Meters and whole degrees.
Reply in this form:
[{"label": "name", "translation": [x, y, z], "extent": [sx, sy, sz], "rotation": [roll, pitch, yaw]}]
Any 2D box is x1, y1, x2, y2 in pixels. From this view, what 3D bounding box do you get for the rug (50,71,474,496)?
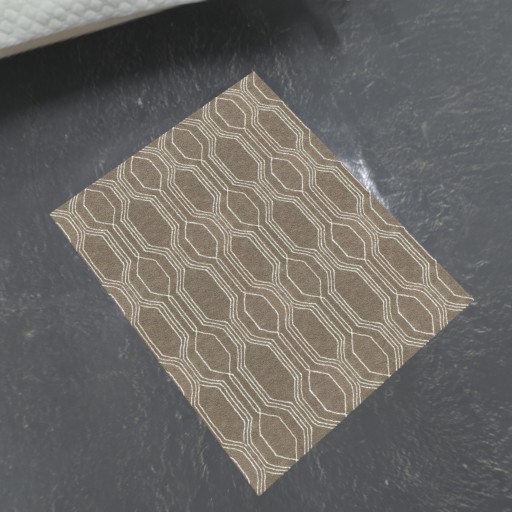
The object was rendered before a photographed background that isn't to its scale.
[{"label": "rug", "translation": [0.000, 0.000, 4.010], "extent": [2.457, 0.012, 3.062], "rotation": [-38, 78, -10]}]
